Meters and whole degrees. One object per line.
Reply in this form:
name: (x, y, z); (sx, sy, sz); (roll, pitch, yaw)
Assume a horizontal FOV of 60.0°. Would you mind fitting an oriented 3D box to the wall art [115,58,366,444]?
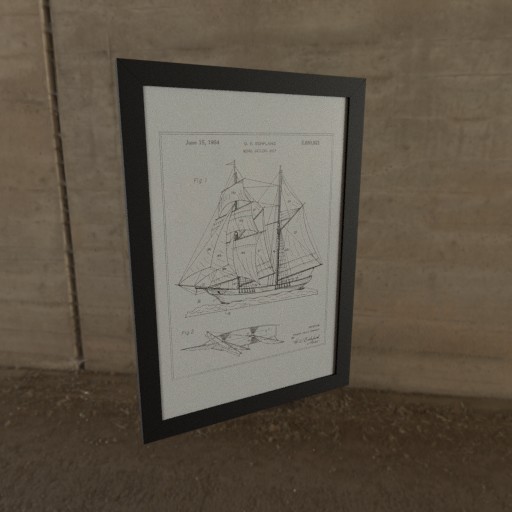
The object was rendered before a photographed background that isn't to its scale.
wall art: (0.000, 0.000, 0.587); (0.326, 0.459, 0.011); (-7, 16, -26)
